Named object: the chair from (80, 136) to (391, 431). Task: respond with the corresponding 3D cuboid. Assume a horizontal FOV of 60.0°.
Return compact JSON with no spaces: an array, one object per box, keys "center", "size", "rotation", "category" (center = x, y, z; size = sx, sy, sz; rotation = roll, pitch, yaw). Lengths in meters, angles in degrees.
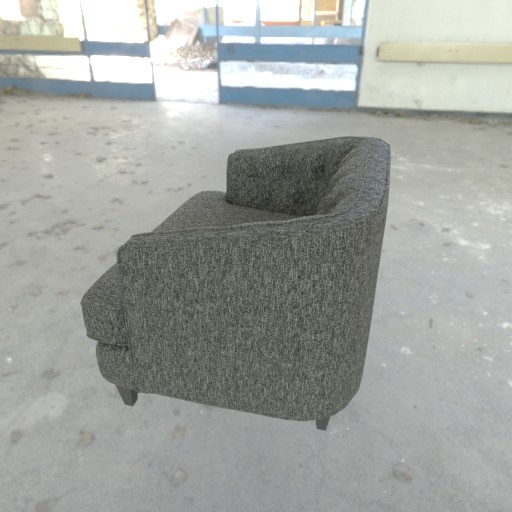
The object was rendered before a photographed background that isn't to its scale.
[{"center":[0.000,0.000,1.779],"size":[0.941,0.852,1.104],"rotation":[8,29,14],"category":"chair"}]
